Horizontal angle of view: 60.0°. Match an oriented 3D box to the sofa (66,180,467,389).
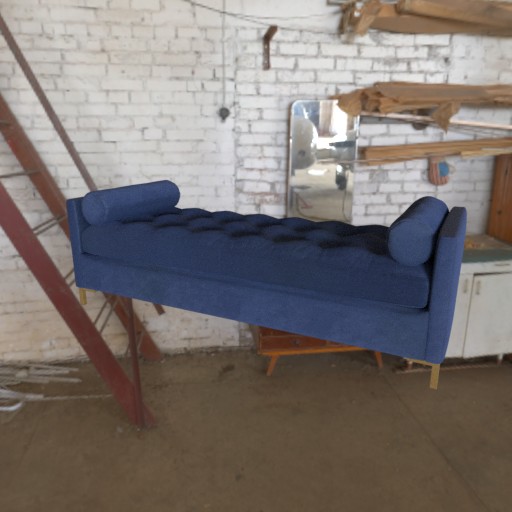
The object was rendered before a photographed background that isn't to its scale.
[{"bbox_3d":[0.000,0.000,2.509,2.102,0.705,0.796,8,18,26],"label":"sofa"}]
